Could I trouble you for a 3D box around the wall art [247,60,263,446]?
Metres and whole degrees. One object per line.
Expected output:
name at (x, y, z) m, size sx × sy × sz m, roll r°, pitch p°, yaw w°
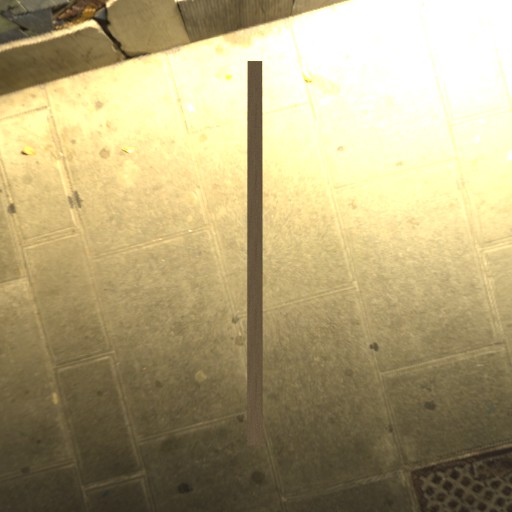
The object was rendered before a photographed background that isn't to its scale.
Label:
wall art at (0.000, 0.000, 1.281) m, size 0.027 × 1.020 × 0.669 m, roll 0°, pitch 89°, yaw 0°
